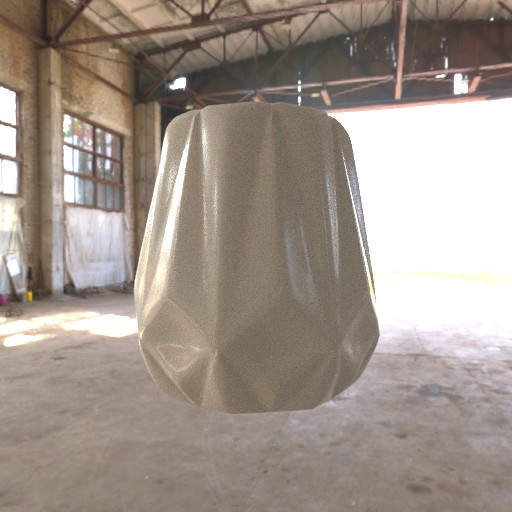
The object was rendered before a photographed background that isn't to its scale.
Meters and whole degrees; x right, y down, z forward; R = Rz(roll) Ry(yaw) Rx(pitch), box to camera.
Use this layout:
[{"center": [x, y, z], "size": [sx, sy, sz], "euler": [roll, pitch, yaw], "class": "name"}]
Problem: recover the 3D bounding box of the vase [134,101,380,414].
[{"center": [0.000, 0.000, 0.264], "size": [0.141, 0.152, 0.141], "euler": [0, 1, 0], "class": "vase"}]
